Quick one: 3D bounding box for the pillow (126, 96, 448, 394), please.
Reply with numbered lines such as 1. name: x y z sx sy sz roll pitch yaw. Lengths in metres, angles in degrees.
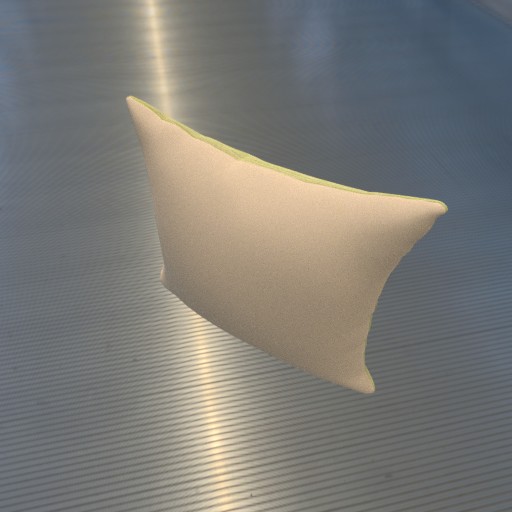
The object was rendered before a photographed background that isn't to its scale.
1. pillow: 0.000 0.000 0.818 0.560 0.487 0.229 24 50 22
